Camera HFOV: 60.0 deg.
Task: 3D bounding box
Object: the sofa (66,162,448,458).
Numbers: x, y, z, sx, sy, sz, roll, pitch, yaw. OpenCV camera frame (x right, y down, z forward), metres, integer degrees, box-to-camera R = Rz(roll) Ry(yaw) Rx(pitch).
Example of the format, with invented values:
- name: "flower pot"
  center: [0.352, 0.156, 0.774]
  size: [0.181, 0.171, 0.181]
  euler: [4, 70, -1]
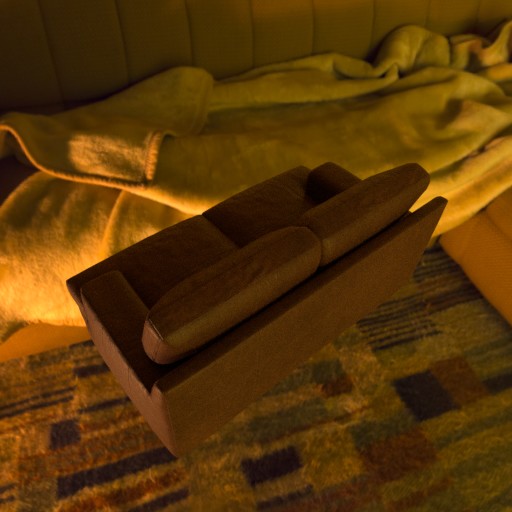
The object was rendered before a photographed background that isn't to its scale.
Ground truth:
- name: "sofa"
  center: [0.000, 0.000, 2.501]
  size: [1.880, 0.939, 1.143]
  euler: [-30, 52, -27]
